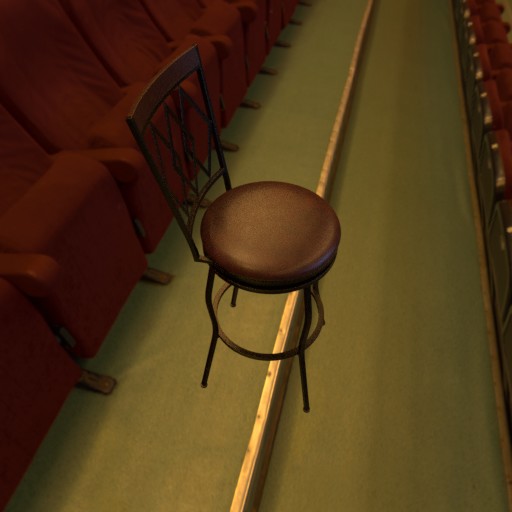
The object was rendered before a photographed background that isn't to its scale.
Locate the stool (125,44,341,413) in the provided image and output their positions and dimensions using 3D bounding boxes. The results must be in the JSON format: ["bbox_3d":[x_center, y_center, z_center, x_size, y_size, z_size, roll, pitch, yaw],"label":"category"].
[{"bbox_3d":[0.000,0.000,1.436,0.521,1.134,0.432,10,47,10],"label":"stool"}]
